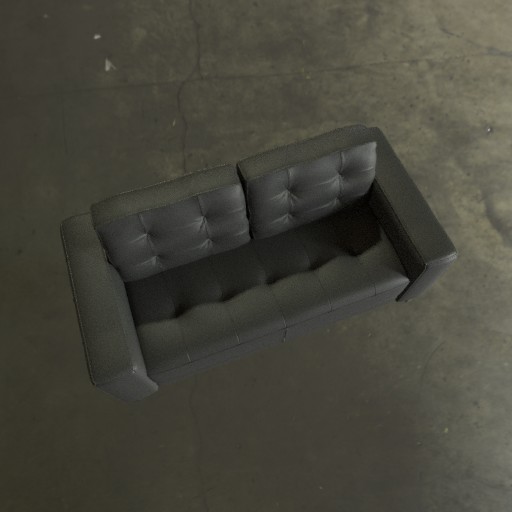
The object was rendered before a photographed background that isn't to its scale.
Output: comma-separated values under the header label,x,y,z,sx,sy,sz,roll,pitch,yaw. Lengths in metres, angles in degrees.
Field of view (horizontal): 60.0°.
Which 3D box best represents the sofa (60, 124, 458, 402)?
label,x,y,z,sx,sy,sz,roll,pitch,yaw
sofa,0.000,0.000,2.224,1.726,0.893,0.833,-18,66,-9
